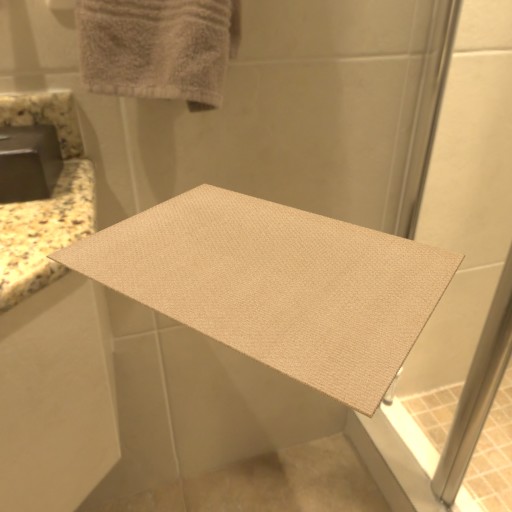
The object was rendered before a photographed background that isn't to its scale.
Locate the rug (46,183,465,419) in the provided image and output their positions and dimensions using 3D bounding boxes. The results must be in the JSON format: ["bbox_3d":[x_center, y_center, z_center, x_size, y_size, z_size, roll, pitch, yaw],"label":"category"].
[{"bbox_3d":[0.000,0.000,2.773,2.144,0.013,1.509,19,36,30],"label":"rug"}]
